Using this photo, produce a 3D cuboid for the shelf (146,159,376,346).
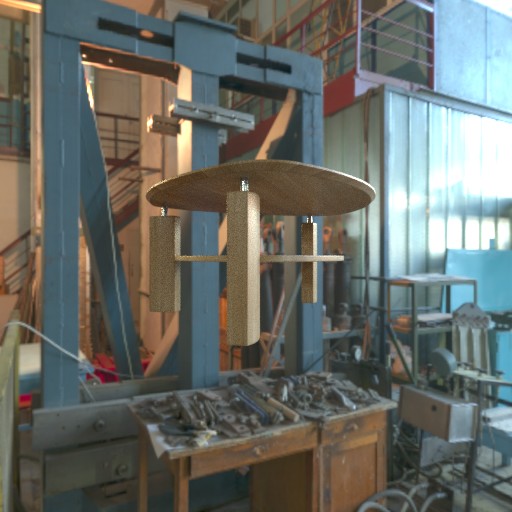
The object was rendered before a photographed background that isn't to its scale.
[{"bbox_3d":[0.000,0.000,1.656,0.863,0.439,1.240,0,0,16],"label":"shelf"}]
